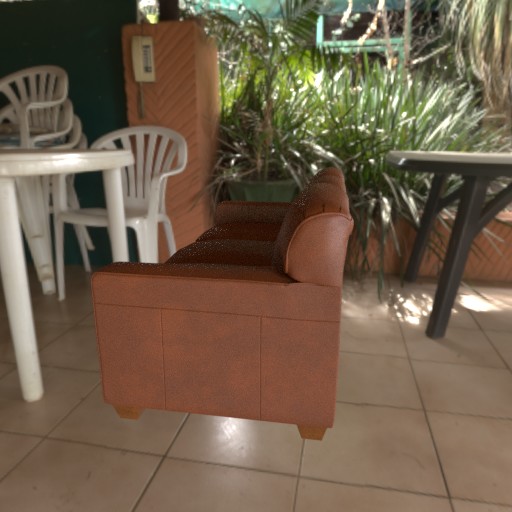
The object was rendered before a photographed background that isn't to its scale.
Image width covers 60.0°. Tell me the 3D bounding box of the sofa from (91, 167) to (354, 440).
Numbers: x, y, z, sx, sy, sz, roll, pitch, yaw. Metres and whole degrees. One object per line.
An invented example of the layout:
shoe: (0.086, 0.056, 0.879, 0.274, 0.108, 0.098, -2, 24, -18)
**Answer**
sofa: (0.000, 0.000, 2.593, 1.008, 0.953, 2.039, 3, 15, 10)
